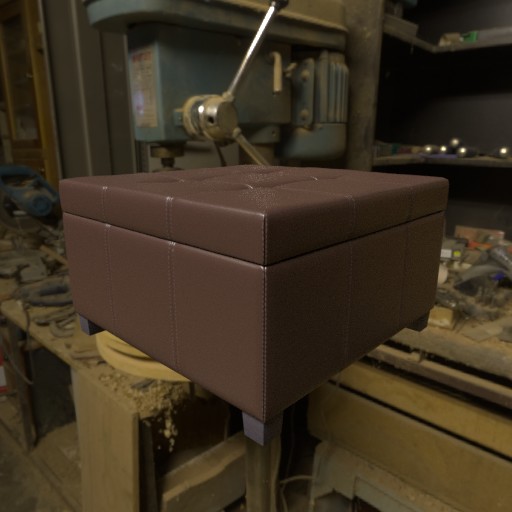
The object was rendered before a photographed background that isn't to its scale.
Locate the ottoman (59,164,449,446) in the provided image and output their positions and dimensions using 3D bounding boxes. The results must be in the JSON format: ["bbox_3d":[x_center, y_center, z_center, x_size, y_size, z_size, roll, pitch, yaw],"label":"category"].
[{"bbox_3d":[0.000,0.000,1.289,0.787,0.460,0.788,14,21,42],"label":"ottoman"}]
